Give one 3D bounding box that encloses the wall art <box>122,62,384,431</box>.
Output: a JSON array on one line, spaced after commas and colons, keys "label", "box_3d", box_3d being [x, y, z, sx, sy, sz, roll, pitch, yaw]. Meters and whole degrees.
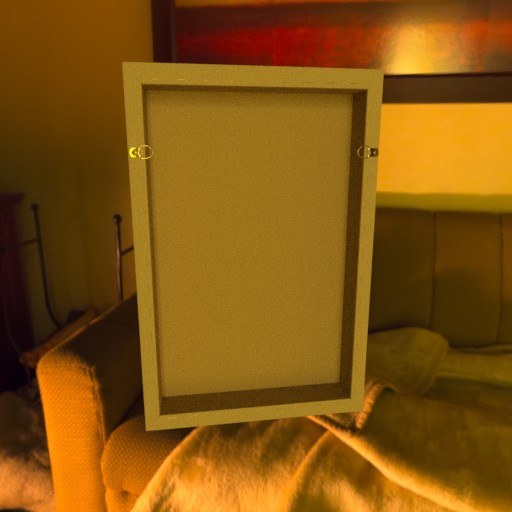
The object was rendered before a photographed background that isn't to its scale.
[{"label": "wall art", "box_3d": [0.000, 0.000, 0.484, 0.252, 0.381, 0.039, -2, 13, -9]}]
